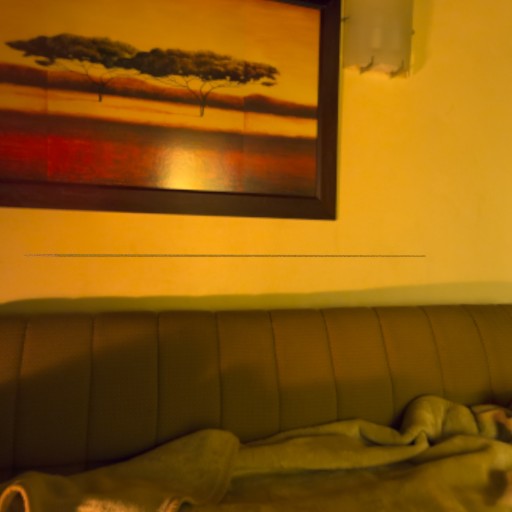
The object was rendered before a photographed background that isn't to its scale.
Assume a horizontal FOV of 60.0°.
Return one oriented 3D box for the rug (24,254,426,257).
[{"bbox_3d":[0.000,0.000,2.714,2.435,0.009,0.750,0,0,-36],"label":"rug"}]
